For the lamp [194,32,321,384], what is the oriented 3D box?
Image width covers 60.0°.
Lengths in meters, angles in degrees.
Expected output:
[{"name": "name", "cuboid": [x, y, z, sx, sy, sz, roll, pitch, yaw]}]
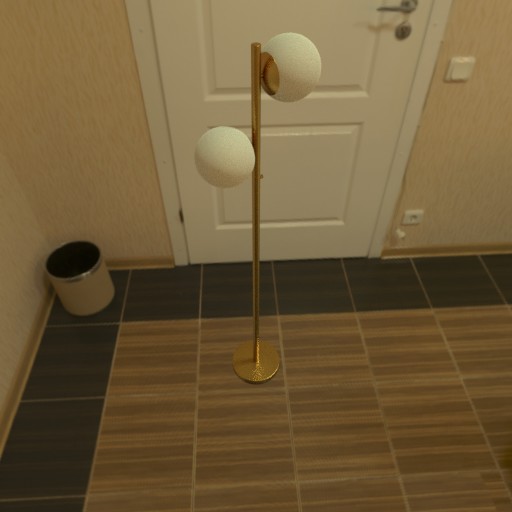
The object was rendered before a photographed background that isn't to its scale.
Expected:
[{"name": "lamp", "cuboid": [0.000, 0.000, 1.782, 0.419, 1.641, 0.249, -24, 50, -22]}]
